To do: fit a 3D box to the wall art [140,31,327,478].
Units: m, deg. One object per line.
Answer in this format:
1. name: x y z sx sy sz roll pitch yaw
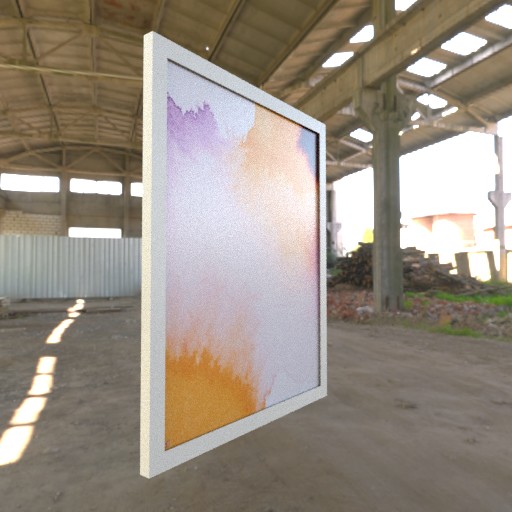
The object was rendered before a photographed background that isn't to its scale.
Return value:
1. wall art: 0.000 0.000 1.074 0.026 0.811 0.661 -1 -2 37
